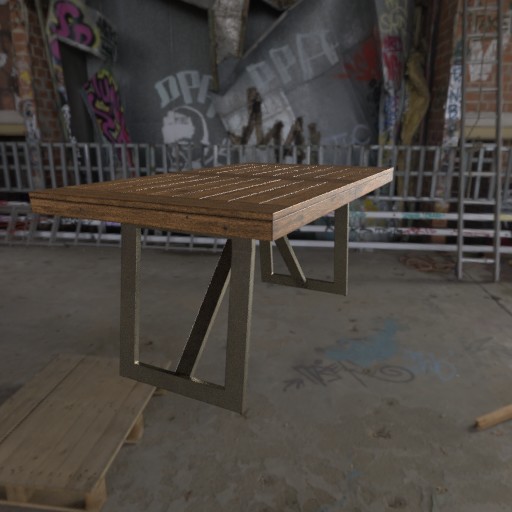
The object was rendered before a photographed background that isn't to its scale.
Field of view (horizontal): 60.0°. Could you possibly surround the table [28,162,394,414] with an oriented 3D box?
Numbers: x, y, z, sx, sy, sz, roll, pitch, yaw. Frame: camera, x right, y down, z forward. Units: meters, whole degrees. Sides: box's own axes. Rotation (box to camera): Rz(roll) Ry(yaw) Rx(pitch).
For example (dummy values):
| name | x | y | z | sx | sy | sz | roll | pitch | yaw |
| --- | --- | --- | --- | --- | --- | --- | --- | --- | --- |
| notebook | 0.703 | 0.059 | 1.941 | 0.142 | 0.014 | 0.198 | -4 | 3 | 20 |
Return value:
| name | x | y | z | sx | sy | sz | roll | pitch | yaw |
| --- | --- | --- | --- | --- | --- | --- | --- | --- | --- |
| table | 0.000 | 0.000 | 2.137 | 0.931 | 0.757 | 1.641 | 8 | 18 | 26 |
